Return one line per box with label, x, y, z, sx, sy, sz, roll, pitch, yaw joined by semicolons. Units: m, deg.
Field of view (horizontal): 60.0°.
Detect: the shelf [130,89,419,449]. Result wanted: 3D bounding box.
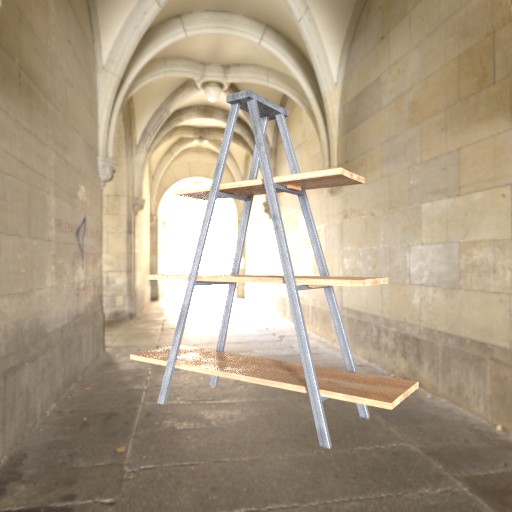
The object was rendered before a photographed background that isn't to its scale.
shelf;0.000;0.000;2.615;1.746;1.808;0.508;-1;-1;35
